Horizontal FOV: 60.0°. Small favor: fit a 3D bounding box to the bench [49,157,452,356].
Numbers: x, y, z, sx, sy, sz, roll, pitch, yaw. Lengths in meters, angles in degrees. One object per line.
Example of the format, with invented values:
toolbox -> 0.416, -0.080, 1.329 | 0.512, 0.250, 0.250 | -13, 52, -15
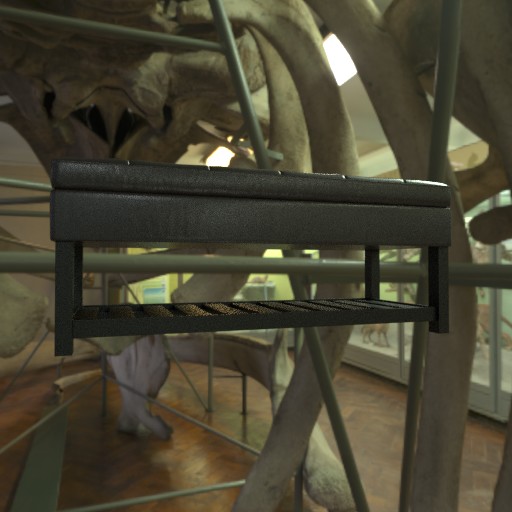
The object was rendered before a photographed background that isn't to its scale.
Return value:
bench -> 0.000, 0.000, 1.346 | 1.105, 0.460, 0.432 | 0, -1, -18
